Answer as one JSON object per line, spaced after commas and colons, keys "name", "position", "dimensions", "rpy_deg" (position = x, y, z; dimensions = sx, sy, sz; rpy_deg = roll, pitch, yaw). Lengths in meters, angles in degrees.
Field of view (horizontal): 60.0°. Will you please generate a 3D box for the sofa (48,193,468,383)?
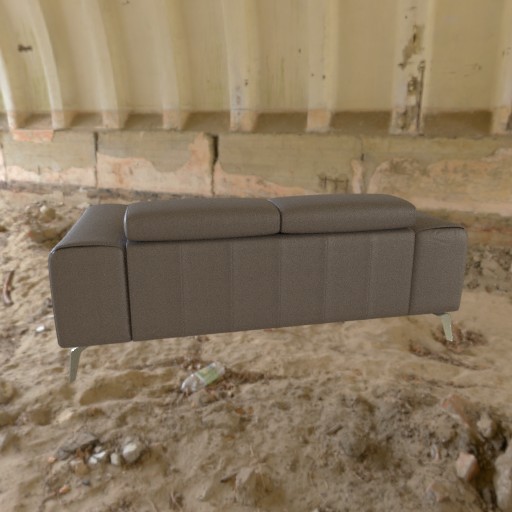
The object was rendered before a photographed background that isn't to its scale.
{"name": "sofa", "position": [0.000, 0.000, 2.474], "dimensions": [1.930, 0.753, 1.024], "rpy_deg": [-3, 17, -12]}
